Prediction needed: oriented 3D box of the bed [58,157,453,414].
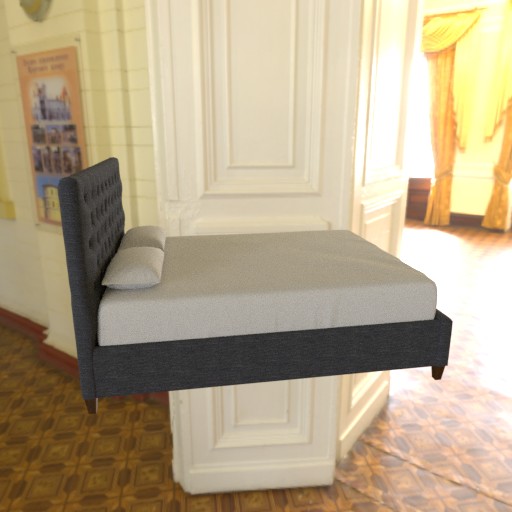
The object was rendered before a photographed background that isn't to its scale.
[{"bbox_3d":[0.000,0.000,3.450,2.387,1.427,1.698,-3,16,-9],"label":"bed"}]
